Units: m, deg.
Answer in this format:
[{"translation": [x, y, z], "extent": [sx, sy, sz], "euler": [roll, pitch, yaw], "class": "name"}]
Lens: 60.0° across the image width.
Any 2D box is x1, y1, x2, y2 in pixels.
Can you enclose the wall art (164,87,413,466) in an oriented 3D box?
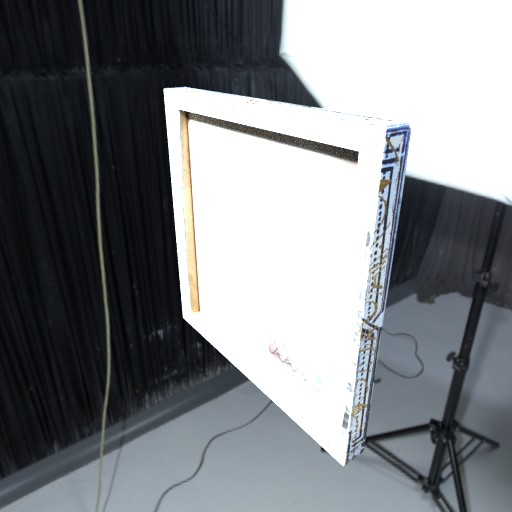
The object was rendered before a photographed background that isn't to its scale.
[{"translation": [0.000, 0.000, 0.617], "extent": [0.038, 0.410, 0.411], "euler": [-18, 31, -33], "class": "wall art"}]
